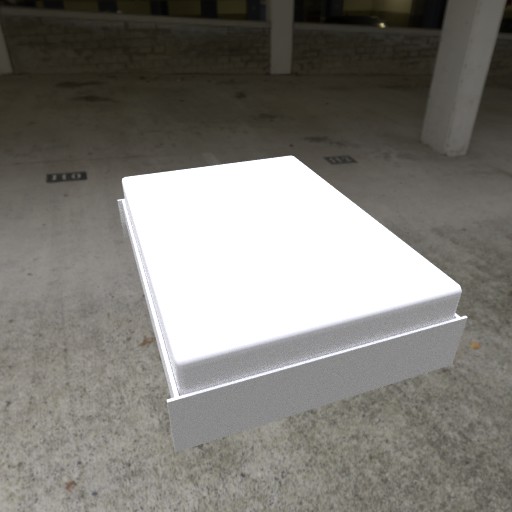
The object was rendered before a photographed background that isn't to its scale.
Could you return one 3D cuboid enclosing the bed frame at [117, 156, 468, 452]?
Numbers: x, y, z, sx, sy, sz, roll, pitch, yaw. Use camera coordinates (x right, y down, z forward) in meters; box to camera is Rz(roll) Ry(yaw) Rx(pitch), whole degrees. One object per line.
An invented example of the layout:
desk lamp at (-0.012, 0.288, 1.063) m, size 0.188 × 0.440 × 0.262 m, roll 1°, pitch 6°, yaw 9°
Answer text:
bed frame at (0.000, 0.000, 2.722) m, size 1.445 × 0.497 × 1.945 m, roll -11°, pitch 34°, yaw -17°
